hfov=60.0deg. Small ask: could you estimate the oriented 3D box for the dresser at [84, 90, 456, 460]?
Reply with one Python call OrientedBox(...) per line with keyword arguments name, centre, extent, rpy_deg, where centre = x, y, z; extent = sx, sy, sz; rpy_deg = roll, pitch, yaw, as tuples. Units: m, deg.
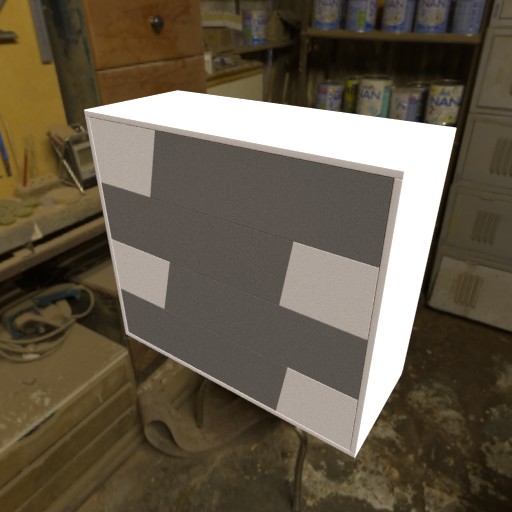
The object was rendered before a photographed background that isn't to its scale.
OrientedBox(name="dresser", centre=(0.000, 0.000, 1.643), extent=(1.100, 1.000, 0.460), rpy_deg=(19, 35, 29))
